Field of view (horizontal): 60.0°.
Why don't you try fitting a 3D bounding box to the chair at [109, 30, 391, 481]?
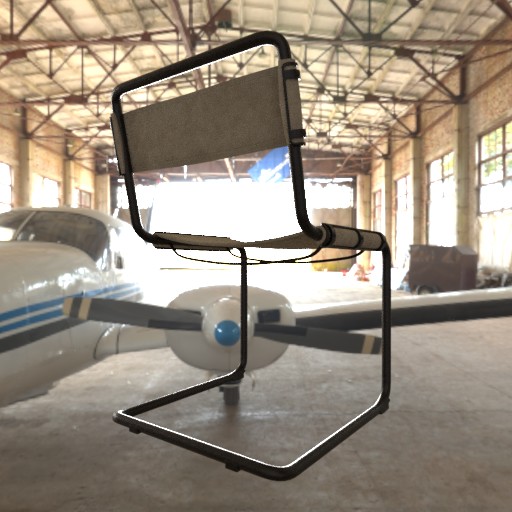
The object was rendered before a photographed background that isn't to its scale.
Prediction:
[{"bbox_3d":[0.000,0.000,1.039,0.499,0.747,0.497,0,0,37],"label":"chair"}]
